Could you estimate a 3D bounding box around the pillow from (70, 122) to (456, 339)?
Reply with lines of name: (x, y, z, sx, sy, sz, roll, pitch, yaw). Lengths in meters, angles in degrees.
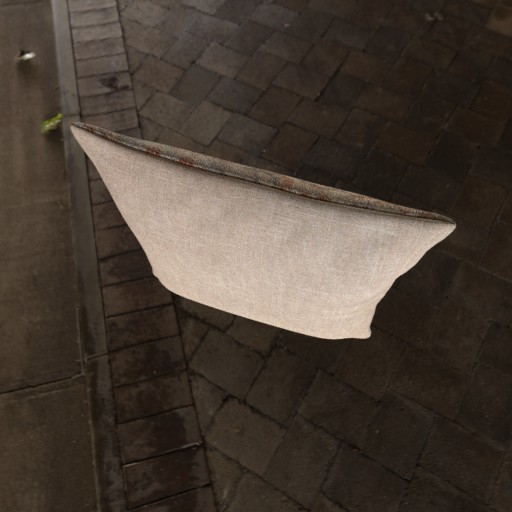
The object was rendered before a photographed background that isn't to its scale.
pillow: (0.000, 0.000, 0.790, 0.523, 0.506, 0.166, 16, 65, 8)
